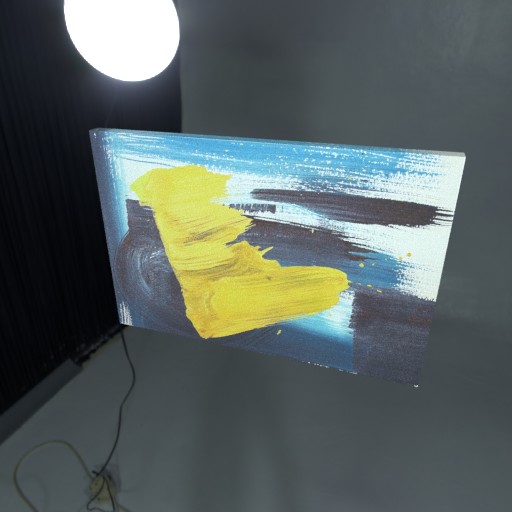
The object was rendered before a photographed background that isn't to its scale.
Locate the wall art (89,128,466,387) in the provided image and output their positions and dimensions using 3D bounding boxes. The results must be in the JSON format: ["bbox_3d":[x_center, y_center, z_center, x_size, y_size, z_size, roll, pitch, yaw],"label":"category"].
[{"bbox_3d":[0.000,0.000,1.183,0.914,0.610,0.039,8,27,17],"label":"wall art"}]
